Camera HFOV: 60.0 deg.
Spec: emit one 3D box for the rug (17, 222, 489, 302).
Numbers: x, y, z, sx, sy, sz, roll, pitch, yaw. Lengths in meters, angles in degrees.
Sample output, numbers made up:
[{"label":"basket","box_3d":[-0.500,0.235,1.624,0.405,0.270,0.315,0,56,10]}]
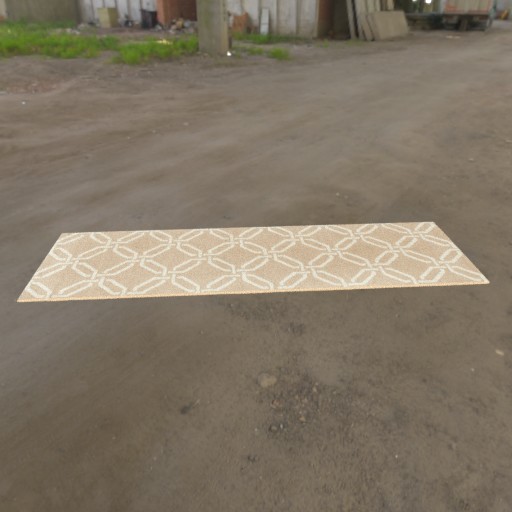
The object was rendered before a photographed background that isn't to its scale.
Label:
[{"label":"rug","box_3d":[0.000,0.000,2.418,2.276,0.014,0.678,-2,31,-3]}]
